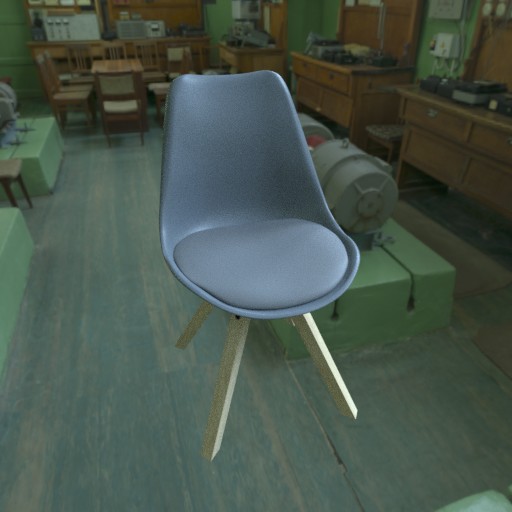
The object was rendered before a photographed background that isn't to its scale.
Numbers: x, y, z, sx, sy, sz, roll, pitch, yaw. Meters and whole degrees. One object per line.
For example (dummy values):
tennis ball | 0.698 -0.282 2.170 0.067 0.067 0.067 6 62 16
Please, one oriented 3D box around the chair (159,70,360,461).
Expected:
chair | 0.000 0.000 1.186 0.485 0.850 0.550 -9 32 -16
